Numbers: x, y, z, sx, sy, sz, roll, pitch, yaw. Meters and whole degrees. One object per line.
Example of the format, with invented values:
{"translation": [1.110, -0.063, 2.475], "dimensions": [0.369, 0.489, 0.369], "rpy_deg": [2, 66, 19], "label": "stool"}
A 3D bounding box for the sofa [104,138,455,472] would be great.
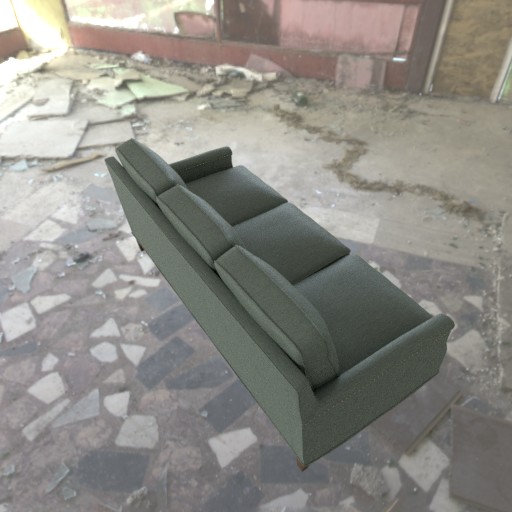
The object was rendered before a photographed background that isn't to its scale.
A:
{"translation": [0.000, 0.000, 2.808], "dimensions": [1.084, 1.003, 2.246], "rpy_deg": [-24, 47, -25], "label": "sofa"}
